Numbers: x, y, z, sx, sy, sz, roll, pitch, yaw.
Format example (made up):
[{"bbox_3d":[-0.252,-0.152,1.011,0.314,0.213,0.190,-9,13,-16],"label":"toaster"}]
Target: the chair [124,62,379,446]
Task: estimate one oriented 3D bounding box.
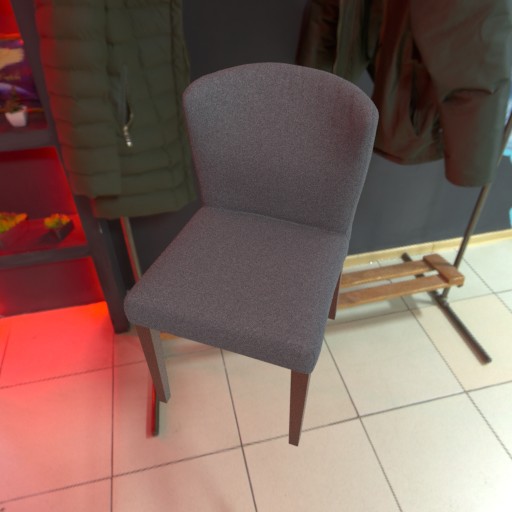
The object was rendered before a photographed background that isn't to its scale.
[{"bbox_3d":[0.000,0.000,1.205,0.491,0.839,0.592,13,42,14],"label":"chair"}]
